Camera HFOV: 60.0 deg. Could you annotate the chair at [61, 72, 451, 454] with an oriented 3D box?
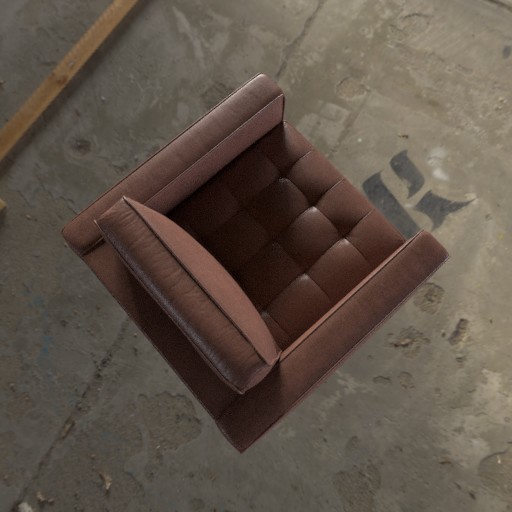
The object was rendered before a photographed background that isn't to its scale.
[{"bbox_3d":[0.000,0.000,1.556,0.900,0.770,0.920,-41,79,-9],"label":"chair"}]
